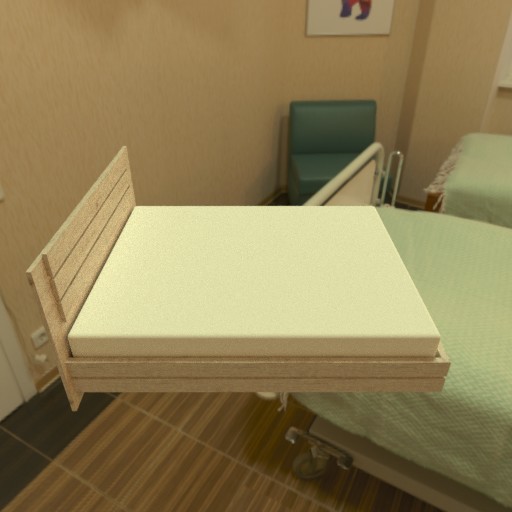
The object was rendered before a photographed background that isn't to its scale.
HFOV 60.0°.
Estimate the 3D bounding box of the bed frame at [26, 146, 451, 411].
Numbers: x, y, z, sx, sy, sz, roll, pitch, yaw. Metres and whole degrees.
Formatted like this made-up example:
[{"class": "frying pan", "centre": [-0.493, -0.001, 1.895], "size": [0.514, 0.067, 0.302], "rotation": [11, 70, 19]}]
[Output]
[{"class": "bed frame", "centre": [0.000, 0.000, 2.989], "size": [2.080, 0.970, 1.750], "rotation": [0, 32, 0]}]
